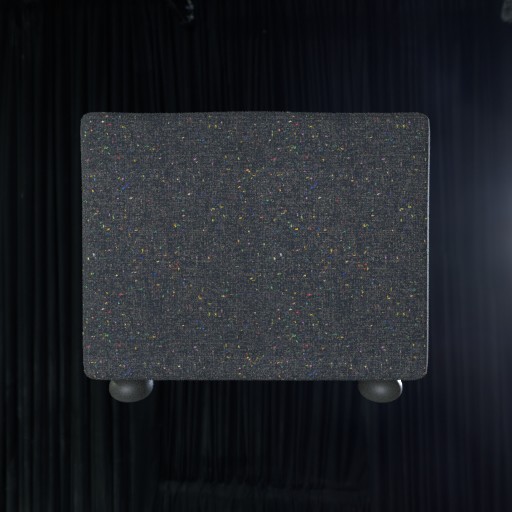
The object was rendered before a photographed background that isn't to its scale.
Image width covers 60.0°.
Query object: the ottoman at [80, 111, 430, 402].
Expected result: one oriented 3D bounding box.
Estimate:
[{"bbox_3d":[0.000,0.000,0.867,0.508,0.432,0.508,0,1,0],"label":"ottoman"}]
